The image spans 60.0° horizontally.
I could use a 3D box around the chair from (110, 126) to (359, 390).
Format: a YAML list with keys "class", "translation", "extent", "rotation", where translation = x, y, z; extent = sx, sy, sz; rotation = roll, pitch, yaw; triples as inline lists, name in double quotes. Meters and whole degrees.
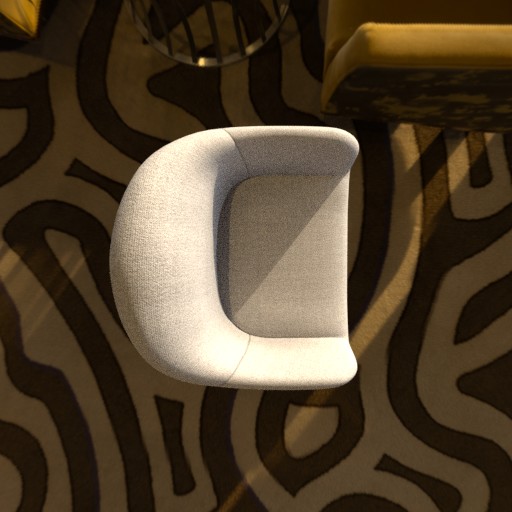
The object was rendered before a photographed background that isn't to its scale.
- class: "chair"
  translation: [0.000, 0.000, 1.205]
  extent: [0.550, 0.795, 0.590]
  rotation: [0, 92, 0]
